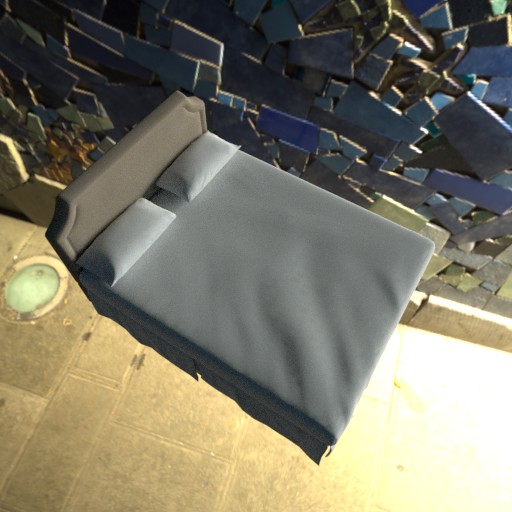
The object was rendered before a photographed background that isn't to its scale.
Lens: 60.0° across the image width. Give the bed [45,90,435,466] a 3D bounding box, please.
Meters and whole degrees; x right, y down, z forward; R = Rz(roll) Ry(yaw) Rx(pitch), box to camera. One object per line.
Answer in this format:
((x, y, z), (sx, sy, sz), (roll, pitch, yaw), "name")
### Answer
((0.000, 0.000, 3.597), (2.498, 1.293, 1.977), (28, 62, 17), "bed")
